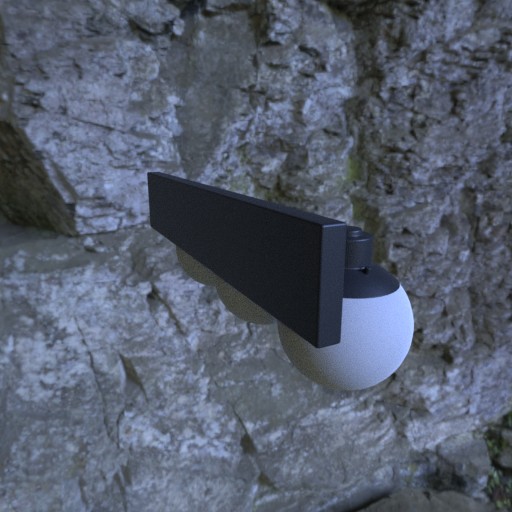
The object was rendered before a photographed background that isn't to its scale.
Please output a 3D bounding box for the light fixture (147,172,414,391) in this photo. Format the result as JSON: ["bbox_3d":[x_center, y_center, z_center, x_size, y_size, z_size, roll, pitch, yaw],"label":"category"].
[{"bbox_3d":[0.000,0.000,0.819,0.218,0.263,0.721,-7,17,-26],"label":"light fixture"}]
